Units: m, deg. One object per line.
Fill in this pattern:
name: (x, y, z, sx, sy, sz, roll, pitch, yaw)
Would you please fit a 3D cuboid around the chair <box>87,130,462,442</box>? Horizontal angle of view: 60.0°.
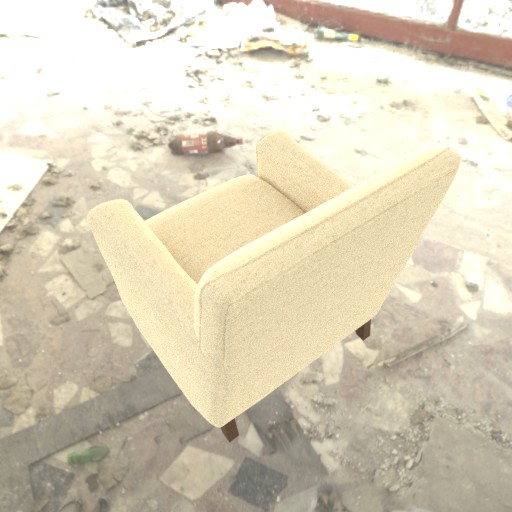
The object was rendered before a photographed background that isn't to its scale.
chair: (0.000, 0.000, 1.574, 0.870, 0.943, 0.823, -29, 53, -25)
